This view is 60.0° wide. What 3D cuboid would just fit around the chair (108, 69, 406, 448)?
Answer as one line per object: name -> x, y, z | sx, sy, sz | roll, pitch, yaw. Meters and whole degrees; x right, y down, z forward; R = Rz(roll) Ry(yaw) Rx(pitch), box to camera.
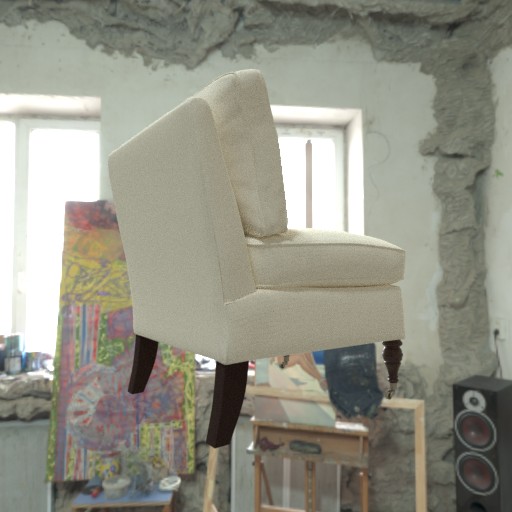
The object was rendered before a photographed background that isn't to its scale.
chair -> 0.000, 0.000, 1.418 | 0.781, 0.887, 0.630 | 1, -2, -35
